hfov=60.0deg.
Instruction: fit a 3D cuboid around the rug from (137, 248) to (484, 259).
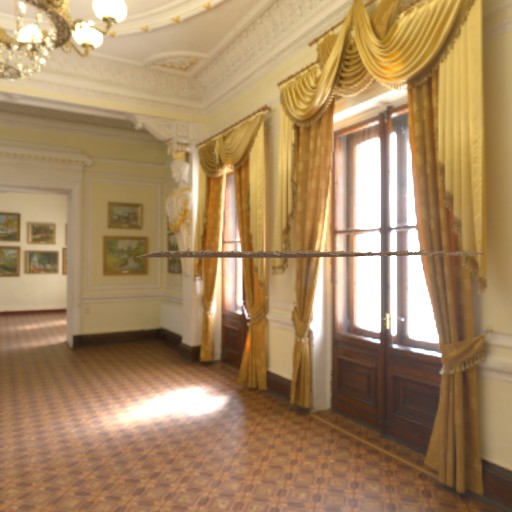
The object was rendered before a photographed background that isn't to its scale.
[{"bbox_3d":[0.000,0.000,3.086,1.528,0.034,2.523,0,-1,-17],"label":"rug"}]
